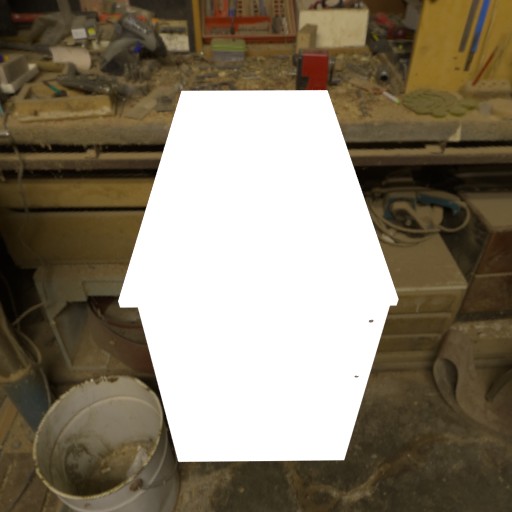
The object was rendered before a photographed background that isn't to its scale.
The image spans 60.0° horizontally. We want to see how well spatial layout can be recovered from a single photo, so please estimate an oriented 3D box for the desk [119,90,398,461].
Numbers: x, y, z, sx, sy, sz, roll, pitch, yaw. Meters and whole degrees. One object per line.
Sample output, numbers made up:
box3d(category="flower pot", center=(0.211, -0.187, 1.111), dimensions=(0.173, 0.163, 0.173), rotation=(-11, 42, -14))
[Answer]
box3d(category="desk", center=(0.000, 0.000, 1.537), dimensions=(0.560, 0.730, 1.096), rotation=(0, 41, 0))
